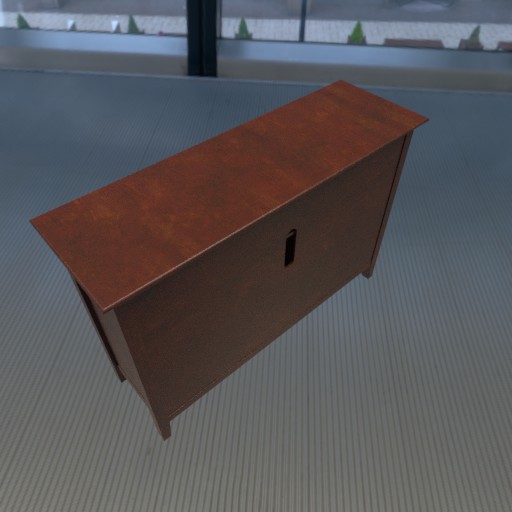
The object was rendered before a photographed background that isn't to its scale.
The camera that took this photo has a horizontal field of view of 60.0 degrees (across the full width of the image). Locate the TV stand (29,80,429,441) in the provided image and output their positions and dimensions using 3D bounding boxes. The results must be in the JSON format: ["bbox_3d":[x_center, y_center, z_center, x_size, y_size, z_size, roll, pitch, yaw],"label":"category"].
[{"bbox_3d":[0.000,0.000,1.815,1.372,0.915,0.445,-33,54,-27],"label":"TV stand"}]
